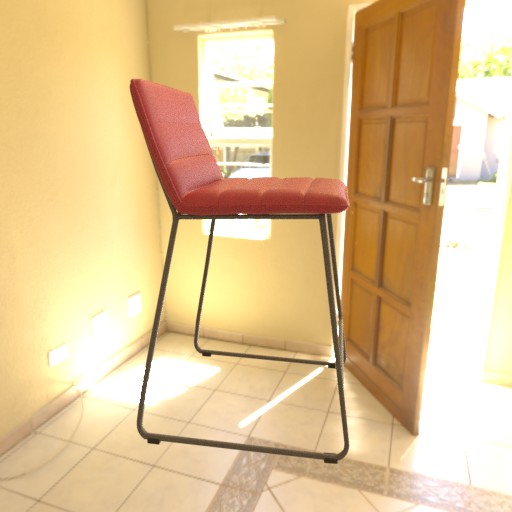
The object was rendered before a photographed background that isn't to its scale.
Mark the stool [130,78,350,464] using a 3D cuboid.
[{"bbox_3d":[0.000,0.000,1.188,0.524,0.866,0.489,3,15,10],"label":"stool"}]
